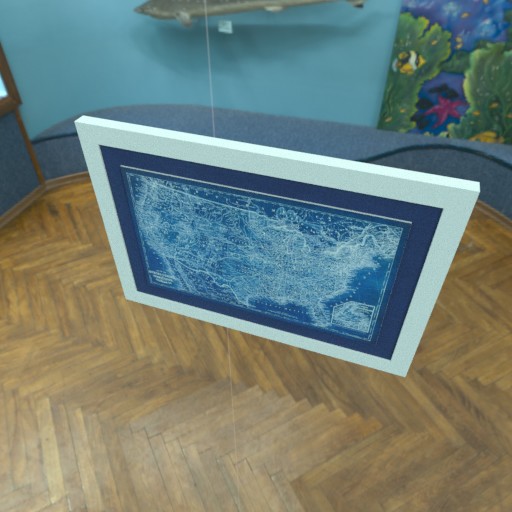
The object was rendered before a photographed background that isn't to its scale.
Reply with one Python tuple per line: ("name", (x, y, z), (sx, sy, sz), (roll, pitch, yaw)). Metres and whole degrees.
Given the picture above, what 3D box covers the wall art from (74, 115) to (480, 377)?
("wall art", (0.000, 0.000, 1.685), (1.308, 0.902, 0.051), (13, 44, 14))
